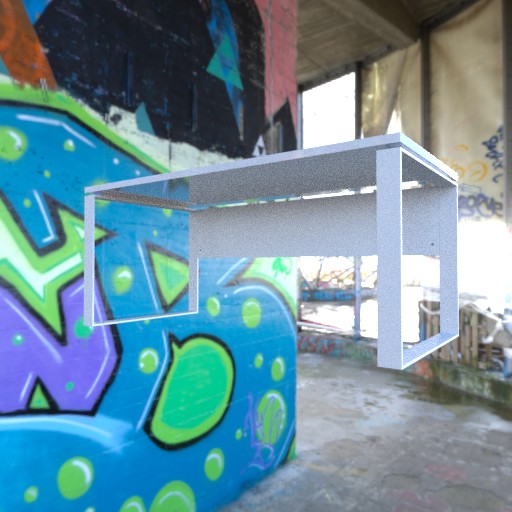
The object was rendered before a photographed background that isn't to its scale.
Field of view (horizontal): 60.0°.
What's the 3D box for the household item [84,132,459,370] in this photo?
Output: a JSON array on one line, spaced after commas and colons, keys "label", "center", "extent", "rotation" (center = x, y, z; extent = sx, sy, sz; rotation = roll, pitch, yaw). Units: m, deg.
[{"label": "household item", "center": [0.000, 0.000, 2.201], "extent": [1.700, 0.745, 0.800], "rotation": [-1, -1, 36]}]
